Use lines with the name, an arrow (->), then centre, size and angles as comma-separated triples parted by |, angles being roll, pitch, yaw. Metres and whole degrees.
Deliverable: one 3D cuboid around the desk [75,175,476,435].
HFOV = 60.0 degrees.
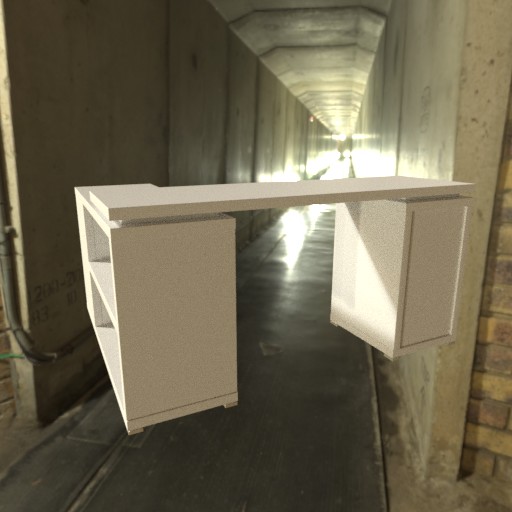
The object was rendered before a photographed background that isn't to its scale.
desk -> 0.000, 0.000, 2.202 | 1.524, 0.753, 1.200 | -7, 17, -25
